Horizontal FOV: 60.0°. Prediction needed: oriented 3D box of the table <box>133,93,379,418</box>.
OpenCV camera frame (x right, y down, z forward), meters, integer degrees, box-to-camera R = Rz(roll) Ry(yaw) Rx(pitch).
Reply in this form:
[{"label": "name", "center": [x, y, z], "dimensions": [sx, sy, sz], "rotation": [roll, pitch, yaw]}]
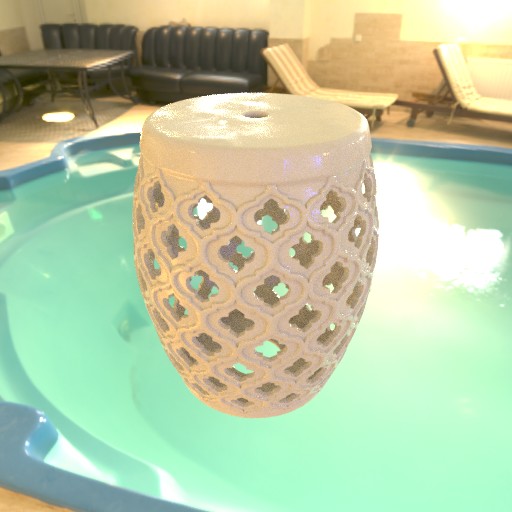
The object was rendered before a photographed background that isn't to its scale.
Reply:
[{"label": "table", "center": [0.000, 0.000, 0.620], "dimensions": [0.325, 0.388, 0.325], "rotation": [0, 32, 0]}]
